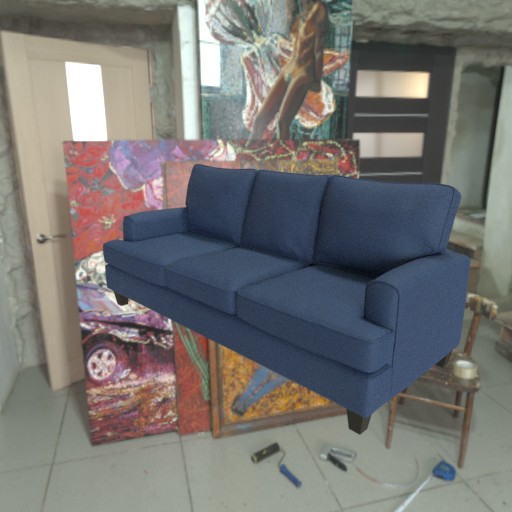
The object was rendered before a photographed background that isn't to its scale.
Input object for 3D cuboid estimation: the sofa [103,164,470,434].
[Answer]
[{"bbox_3d":[0.000,0.000,2.653,0.951,0.965,2.158,-15,21,-43],"label":"sofa"}]
